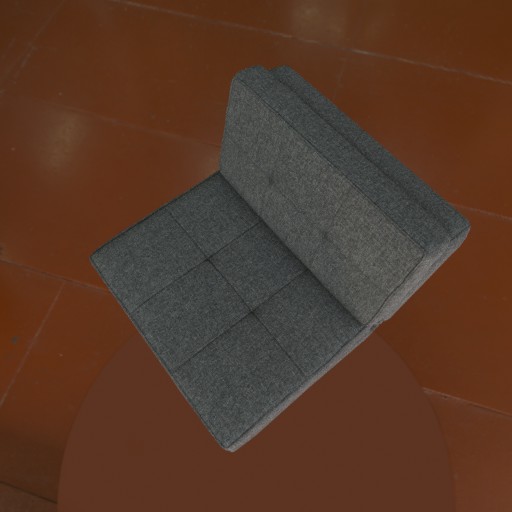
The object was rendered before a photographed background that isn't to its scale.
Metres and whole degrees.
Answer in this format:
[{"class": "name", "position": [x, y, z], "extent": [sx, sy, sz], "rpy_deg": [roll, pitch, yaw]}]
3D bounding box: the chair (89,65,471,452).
[{"class": "chair", "position": [0.000, 0.000, 1.304], "extent": [0.800, 0.615, 0.740], "rpy_deg": [-36, 69, -16]}]
